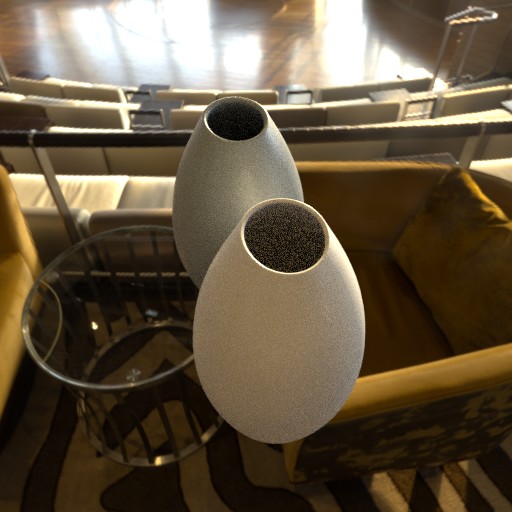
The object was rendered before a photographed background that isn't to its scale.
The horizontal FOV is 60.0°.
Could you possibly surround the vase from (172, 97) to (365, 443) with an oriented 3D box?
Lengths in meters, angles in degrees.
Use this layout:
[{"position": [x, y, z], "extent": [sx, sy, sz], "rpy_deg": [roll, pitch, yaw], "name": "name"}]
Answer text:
[{"position": [0.000, 0.000, 0.258], "extent": [0.089, 0.131, 0.187], "rpy_deg": [-10, 46, -9], "name": "vase"}]
